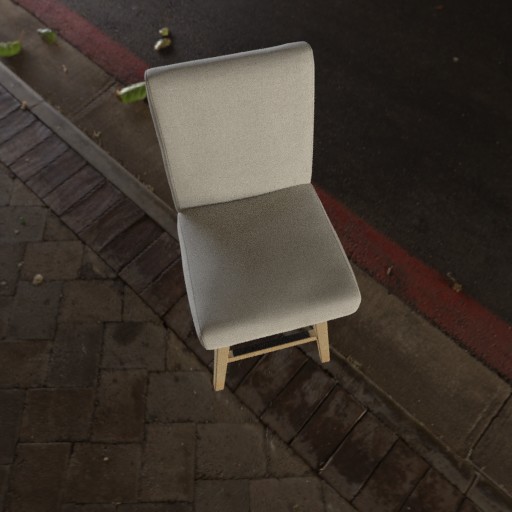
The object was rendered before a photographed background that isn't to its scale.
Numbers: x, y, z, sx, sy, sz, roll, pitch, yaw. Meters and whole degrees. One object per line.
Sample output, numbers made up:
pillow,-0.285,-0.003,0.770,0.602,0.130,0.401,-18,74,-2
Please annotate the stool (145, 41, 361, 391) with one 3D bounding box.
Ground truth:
stool,0.000,0.000,1.323,0.446,1.015,0.543,-13,64,-6
